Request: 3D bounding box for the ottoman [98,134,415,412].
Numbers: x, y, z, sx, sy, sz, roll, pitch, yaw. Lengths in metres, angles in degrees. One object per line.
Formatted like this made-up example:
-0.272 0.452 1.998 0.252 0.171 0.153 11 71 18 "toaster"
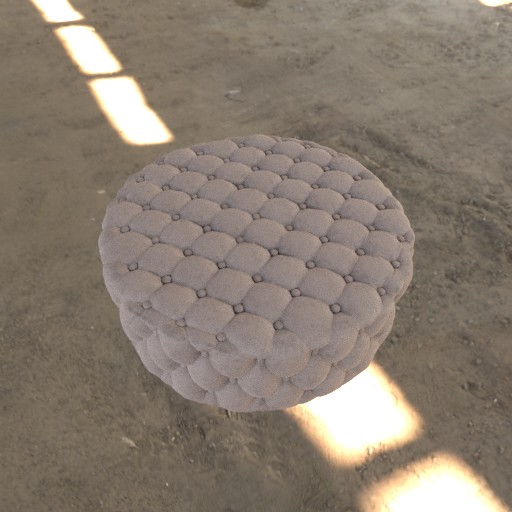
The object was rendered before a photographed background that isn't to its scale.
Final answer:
0.000 0.000 1.530 0.998 0.399 0.998 0 48 0 "ottoman"
